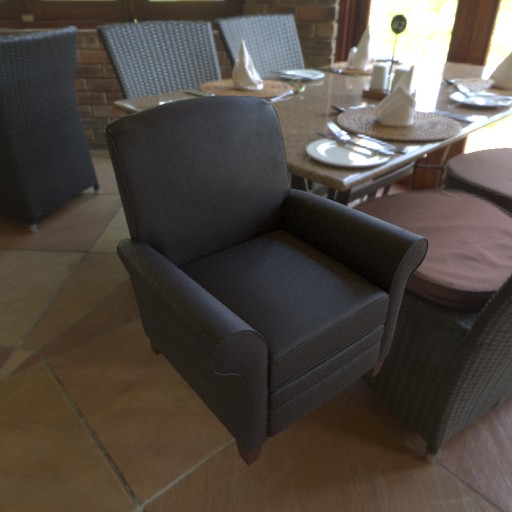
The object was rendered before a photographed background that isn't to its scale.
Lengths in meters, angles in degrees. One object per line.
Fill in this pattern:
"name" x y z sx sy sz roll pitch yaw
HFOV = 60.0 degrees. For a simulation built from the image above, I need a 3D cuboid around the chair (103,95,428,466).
"chair" 0.000 0.000 1.740 0.978 1.061 0.902 -22 37 -32
